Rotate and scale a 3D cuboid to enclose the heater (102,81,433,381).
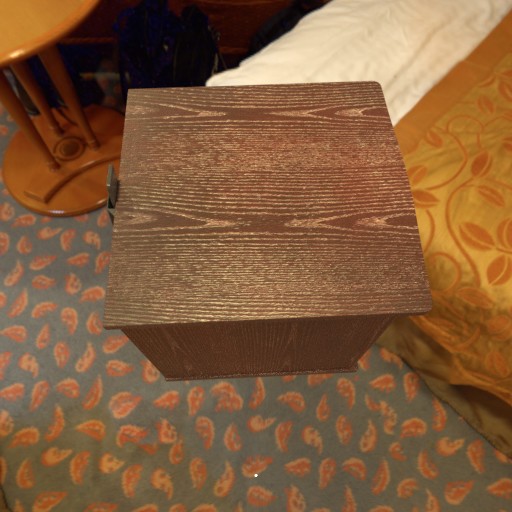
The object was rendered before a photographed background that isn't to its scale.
[{"bbox_3d":[0.000,0.000,0.759,0.400,0.481,0.362,-2,64,-1],"label":"heater"}]
